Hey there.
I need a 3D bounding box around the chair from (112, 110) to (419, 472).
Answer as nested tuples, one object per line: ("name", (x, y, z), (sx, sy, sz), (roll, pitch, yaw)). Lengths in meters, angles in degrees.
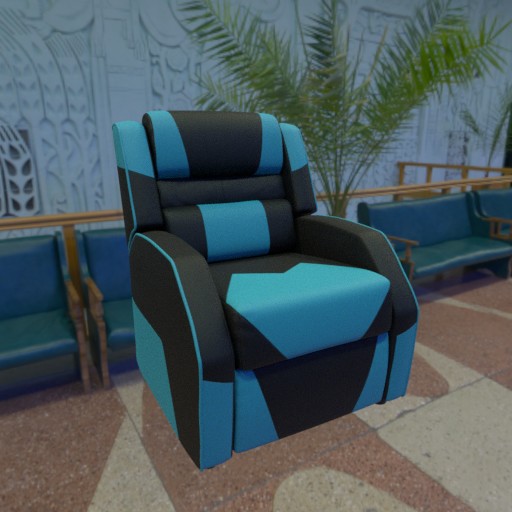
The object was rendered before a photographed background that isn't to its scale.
("chair", (0.000, 0.000, 1.254), (0.620, 0.805, 0.672), (-8, 17, -27))
